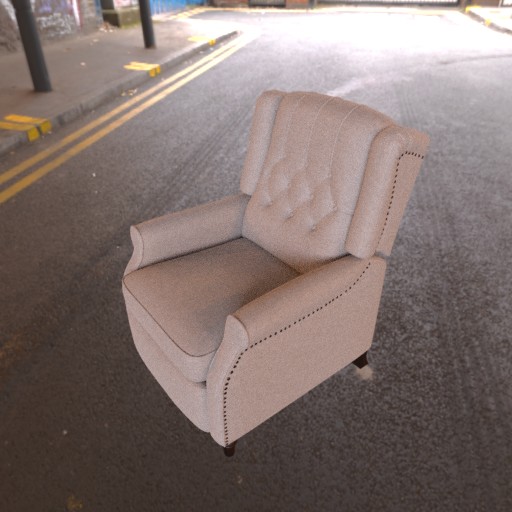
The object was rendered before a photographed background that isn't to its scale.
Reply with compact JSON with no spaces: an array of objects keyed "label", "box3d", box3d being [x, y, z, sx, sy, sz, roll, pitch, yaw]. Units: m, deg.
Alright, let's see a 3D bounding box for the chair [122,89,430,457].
[{"label":"chair","box3d":[0.000,0.000,1.632,0.902,1.035,0.742,-23,40,-31]}]
